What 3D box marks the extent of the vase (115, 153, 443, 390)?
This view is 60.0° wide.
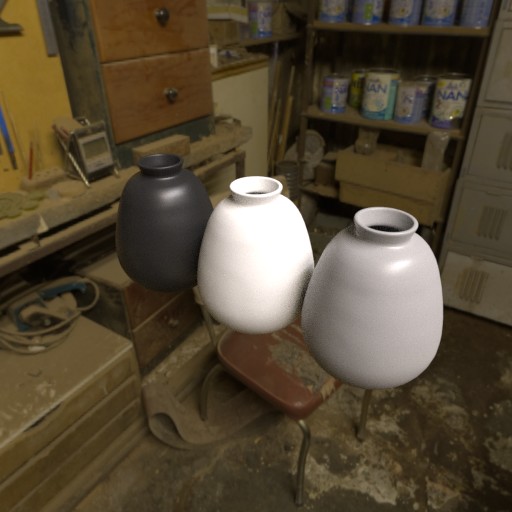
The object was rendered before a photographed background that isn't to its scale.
[{"bbox_3d":[0.000,0.000,0.360,0.297,0.122,0.097,20,36,30],"label":"vase"}]
